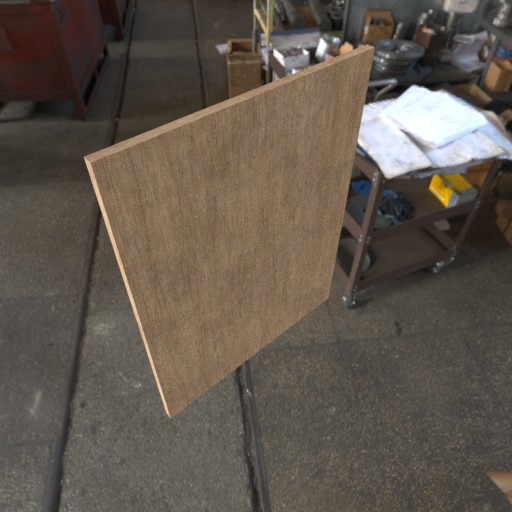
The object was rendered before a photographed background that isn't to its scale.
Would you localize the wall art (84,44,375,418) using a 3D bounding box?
[{"bbox_3d":[0.000,0.000,0.894,0.534,0.686,0.018,-32,54,-28],"label":"wall art"}]
